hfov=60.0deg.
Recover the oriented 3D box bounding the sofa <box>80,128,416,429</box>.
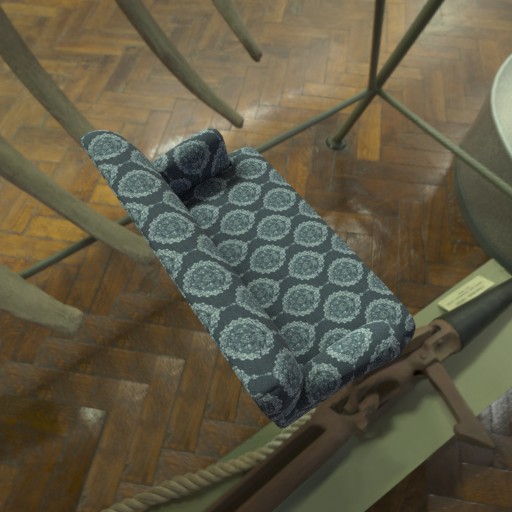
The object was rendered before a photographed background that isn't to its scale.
[{"bbox_3d":[0.000,0.000,1.822,0.779,0.867,1.297,-31,63,-17],"label":"sofa"}]
